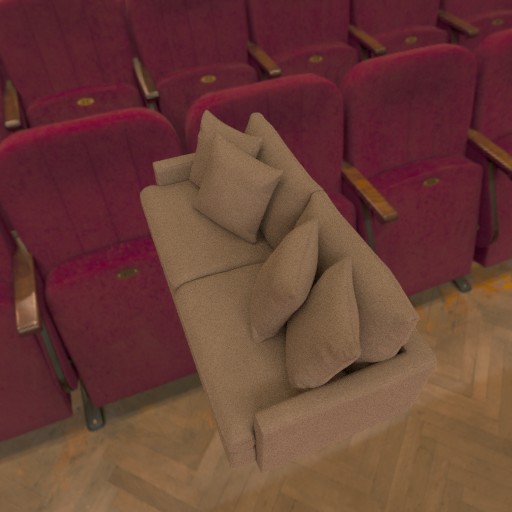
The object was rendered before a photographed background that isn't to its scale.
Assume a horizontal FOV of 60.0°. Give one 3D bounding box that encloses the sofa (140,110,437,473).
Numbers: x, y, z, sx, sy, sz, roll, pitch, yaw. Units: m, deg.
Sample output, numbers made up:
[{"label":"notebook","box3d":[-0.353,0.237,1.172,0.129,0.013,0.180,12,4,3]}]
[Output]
[{"label":"sofa","box3d":[0.000,0.000,3.062,1.228,1.084,2.380,-16,50,-14]}]
